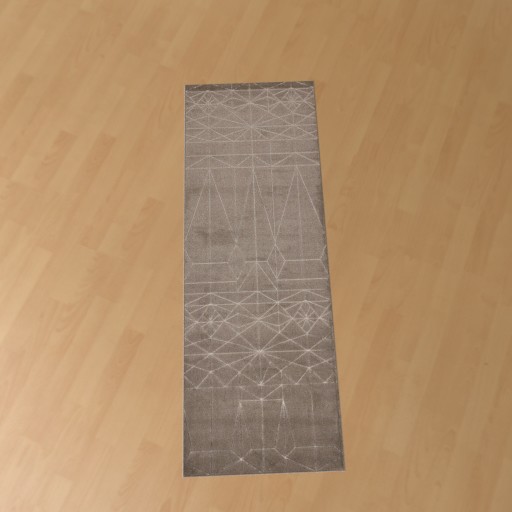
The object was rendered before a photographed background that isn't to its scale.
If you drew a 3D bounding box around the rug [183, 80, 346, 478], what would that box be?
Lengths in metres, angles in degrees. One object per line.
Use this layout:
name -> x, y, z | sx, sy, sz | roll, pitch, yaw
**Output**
rug -> 0.000, 0.000, 2.646 | 0.864, 0.012, 2.388 | -2, 75, -1
